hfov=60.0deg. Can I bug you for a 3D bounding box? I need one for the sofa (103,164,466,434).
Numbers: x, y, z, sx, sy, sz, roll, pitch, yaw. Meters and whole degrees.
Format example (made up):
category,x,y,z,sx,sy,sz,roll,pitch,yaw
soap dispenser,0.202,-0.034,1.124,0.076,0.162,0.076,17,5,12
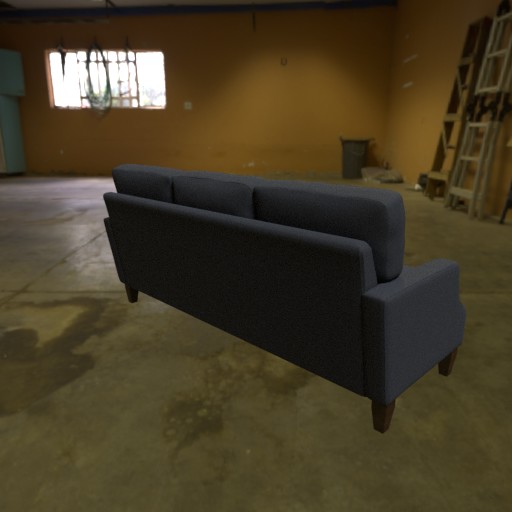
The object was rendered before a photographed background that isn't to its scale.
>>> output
category,x,y,z,sx,sy,sz,roll,pitch,yaw
sofa,0.000,0.000,2.565,0.888,0.984,2.115,-15,22,-43
